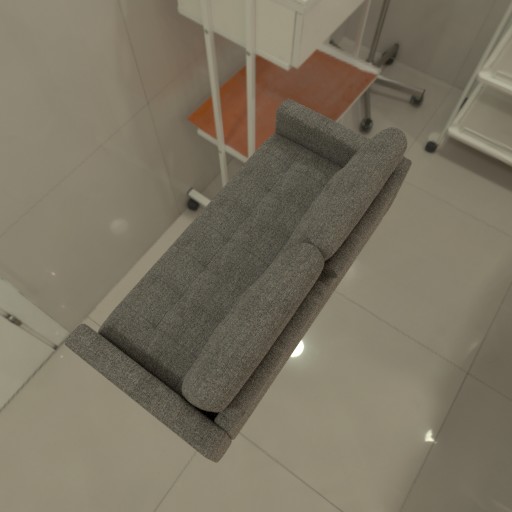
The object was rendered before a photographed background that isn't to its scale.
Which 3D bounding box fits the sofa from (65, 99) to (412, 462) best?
[{"bbox_3d":[0.000,0.000,2.328,0.863,0.902,1.821,32,68,15],"label":"sofa"}]
